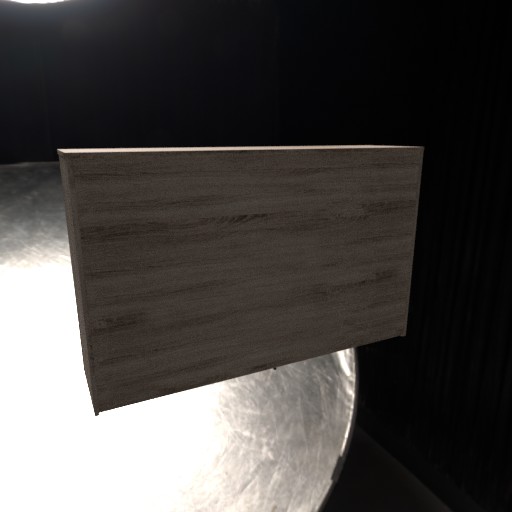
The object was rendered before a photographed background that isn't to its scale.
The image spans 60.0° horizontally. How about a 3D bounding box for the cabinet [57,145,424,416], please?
[{"bbox_3d":[0.000,0.000,1.900,1.450,0.900,0.380,-7,17,-26],"label":"cabinet"}]
